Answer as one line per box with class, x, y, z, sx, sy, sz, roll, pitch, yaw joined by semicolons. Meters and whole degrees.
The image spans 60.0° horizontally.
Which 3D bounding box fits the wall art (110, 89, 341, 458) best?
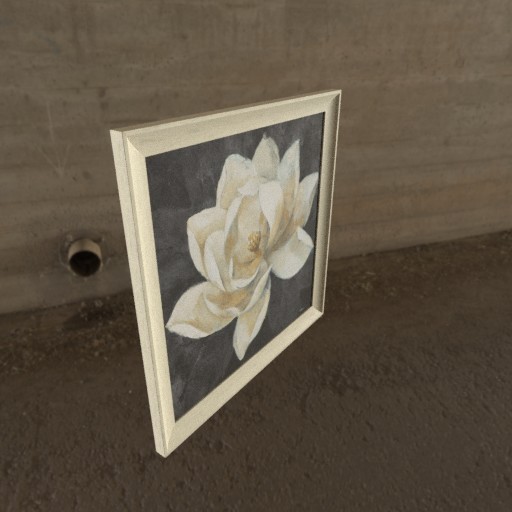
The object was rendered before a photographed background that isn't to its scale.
wall art;0.000;0.000;1.555;0.045;1.016;1.016;19;32;33
